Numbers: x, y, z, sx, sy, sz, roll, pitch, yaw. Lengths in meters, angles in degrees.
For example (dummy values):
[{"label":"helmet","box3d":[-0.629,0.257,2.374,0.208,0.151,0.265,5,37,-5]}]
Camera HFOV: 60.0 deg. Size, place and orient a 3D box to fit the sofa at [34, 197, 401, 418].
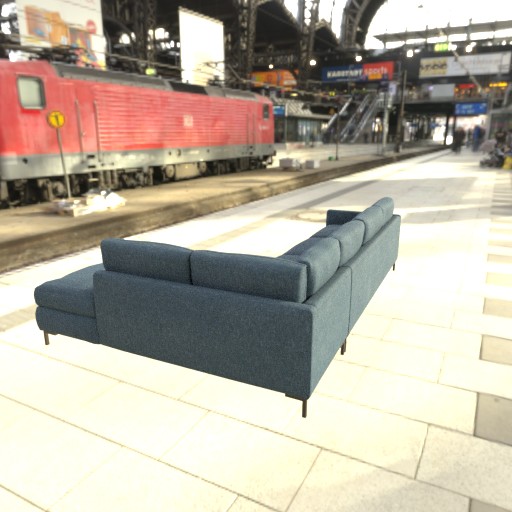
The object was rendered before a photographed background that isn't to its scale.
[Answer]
[{"label":"sofa","box3d":[0.000,0.000,3.867,2.007,0.815,2.949,7,17,25]}]
